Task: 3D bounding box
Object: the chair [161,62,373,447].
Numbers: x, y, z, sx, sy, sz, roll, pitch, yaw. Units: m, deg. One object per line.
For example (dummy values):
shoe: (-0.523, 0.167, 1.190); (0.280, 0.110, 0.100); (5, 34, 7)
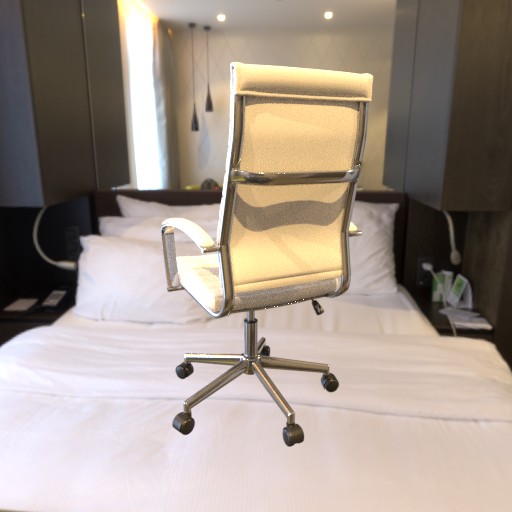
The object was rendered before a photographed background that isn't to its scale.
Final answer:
chair: (0.000, 0.000, 1.561); (0.679, 1.149, 0.679); (-7, 16, -26)
